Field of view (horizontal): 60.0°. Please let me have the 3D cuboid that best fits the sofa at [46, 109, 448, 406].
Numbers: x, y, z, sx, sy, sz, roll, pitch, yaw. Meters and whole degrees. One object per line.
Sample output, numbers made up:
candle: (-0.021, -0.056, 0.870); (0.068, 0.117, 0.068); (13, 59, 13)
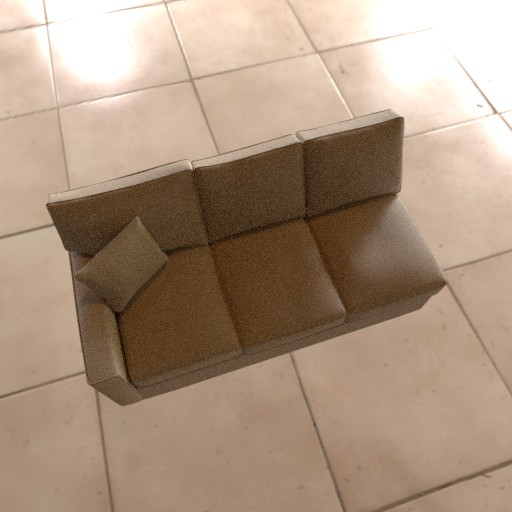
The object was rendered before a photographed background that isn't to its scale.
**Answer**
sofa: (0.000, 0.000, 2.545); (1.962, 0.946, 1.034); (-16, 63, -9)
